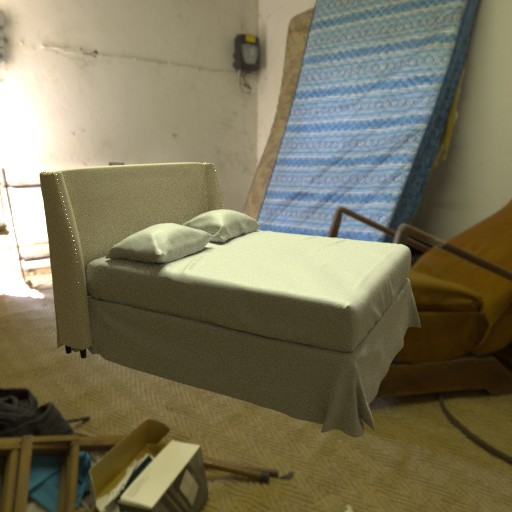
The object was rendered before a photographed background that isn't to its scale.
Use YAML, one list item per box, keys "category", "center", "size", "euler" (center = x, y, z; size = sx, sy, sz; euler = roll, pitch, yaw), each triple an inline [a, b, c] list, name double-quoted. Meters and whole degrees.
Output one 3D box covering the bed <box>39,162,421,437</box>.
- category: "bed"
  center: [0.000, 0.000, 3.372]
  size: [2.276, 1.332, 1.925]
  euler: [7, 16, 27]
